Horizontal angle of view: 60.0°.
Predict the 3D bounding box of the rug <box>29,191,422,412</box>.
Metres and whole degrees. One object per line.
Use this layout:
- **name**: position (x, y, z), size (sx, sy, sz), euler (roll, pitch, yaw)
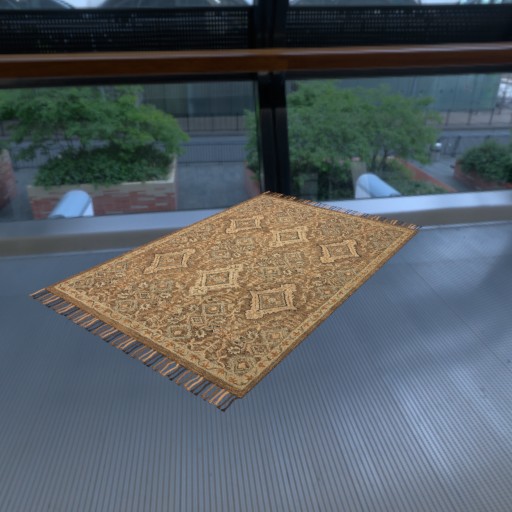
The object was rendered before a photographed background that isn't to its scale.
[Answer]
- **rug**: position (0.000, 0.000, 3.067), size (1.516, 0.010, 2.434), euler (18, 32, 32)
